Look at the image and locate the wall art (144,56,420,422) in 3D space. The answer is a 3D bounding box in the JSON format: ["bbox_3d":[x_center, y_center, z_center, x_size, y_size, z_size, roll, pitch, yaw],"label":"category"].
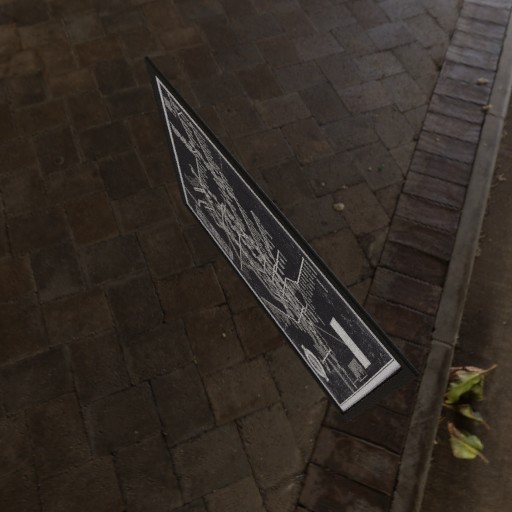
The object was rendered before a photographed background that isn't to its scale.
[{"bbox_3d":[0.000,0.000,1.514,0.013,0.811,1.192,-32,67,-15],"label":"wall art"}]
